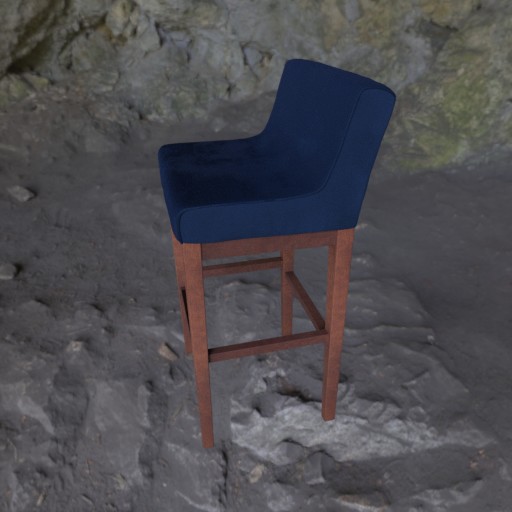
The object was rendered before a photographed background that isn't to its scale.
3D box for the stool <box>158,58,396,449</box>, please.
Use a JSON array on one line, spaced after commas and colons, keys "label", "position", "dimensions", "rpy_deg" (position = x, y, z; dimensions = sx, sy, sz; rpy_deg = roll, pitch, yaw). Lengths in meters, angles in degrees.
[{"label": "stool", "position": [0.000, 0.000, 1.329], "dimensions": [0.500, 1.037, 0.511], "rpy_deg": [-8, 31, -13]}]
